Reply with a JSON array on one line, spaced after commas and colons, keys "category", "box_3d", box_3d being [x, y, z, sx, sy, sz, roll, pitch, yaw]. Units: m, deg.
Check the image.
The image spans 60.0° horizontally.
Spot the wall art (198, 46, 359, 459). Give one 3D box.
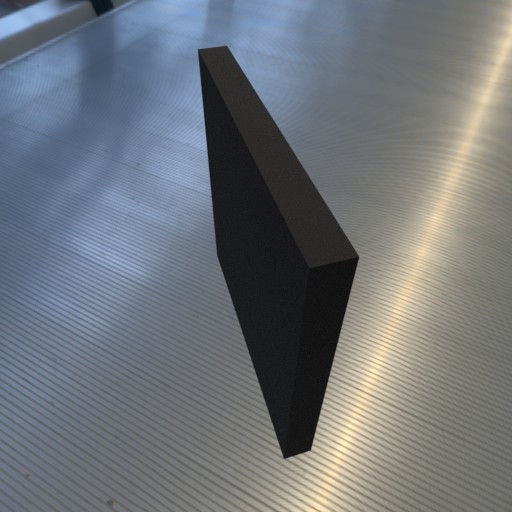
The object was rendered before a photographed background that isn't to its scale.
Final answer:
[{"category": "wall art", "box_3d": [0.000, 0.000, 0.461, 0.030, 0.305, 0.308, -12, 48, -11]}]
